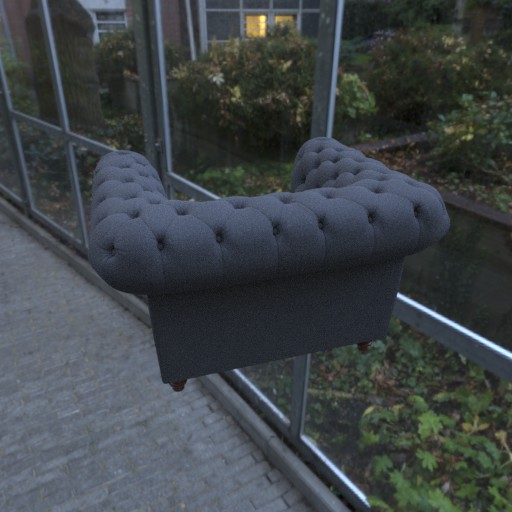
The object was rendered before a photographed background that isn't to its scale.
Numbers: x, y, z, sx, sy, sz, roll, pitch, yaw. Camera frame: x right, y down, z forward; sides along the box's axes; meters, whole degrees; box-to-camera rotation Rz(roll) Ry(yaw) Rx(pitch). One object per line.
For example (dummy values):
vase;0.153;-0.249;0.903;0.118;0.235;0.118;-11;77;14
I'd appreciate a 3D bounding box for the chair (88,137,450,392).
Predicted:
chair;0.000;0.000;1.898;1.270;0.770;0.976;-8;28;-15
